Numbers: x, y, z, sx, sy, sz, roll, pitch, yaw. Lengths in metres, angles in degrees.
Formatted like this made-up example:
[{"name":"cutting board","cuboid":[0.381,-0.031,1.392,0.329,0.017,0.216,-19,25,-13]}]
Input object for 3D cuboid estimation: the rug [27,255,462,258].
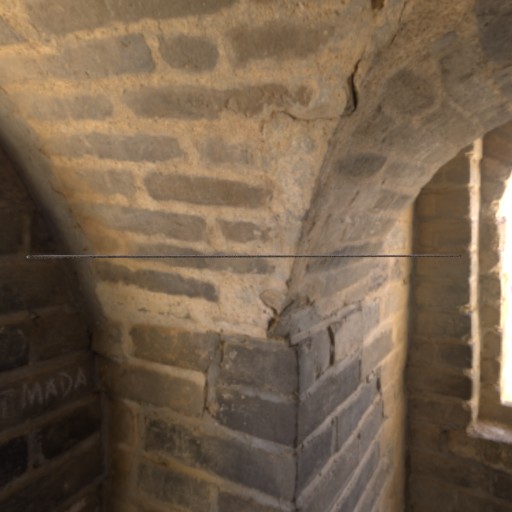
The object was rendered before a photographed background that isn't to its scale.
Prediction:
[{"name":"rug","cuboid":[0.000,0.000,2.745,2.436,0.013,0.807,0,0,-18]}]
